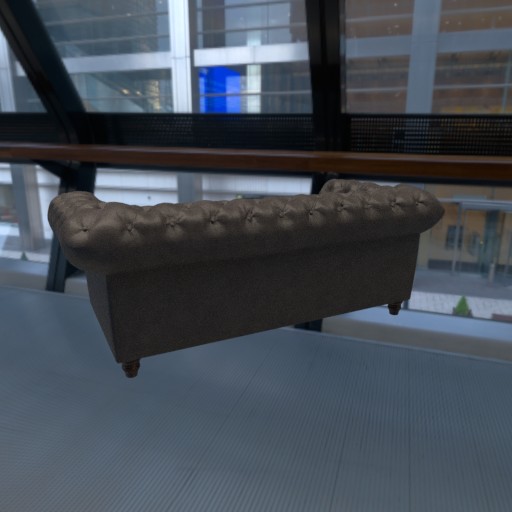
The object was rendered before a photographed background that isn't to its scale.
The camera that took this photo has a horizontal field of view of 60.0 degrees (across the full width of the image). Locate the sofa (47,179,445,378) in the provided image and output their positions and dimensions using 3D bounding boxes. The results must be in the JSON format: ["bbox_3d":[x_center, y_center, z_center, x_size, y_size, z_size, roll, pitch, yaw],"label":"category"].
[{"bbox_3d":[0.000,0.000,2.496,2.048,0.779,0.944,-8,17,-26],"label":"sofa"}]
